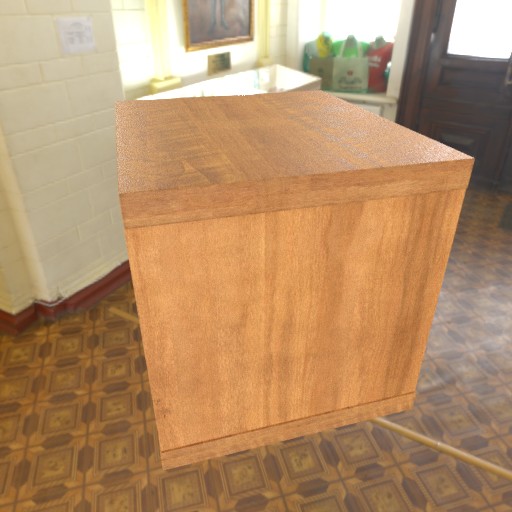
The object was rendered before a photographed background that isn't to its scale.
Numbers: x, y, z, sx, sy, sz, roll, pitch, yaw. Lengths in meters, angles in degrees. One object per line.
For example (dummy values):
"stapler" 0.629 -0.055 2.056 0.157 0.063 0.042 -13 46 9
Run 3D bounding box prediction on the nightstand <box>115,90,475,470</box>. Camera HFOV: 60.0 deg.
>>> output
"nightstand" 0.000 0.000 0.831 0.436 0.491 0.493 -8 31 -14
